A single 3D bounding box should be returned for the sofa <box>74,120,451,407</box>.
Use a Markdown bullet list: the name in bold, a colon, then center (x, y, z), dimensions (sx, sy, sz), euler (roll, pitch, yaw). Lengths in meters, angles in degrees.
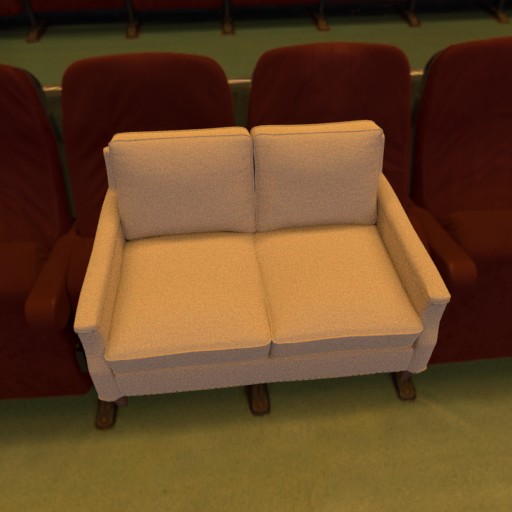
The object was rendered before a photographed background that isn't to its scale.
- **sofa**: center (0.000, 0.000, 2.250), dimensions (1.597, 1.003, 1.084), euler (-4, 46, -4)
